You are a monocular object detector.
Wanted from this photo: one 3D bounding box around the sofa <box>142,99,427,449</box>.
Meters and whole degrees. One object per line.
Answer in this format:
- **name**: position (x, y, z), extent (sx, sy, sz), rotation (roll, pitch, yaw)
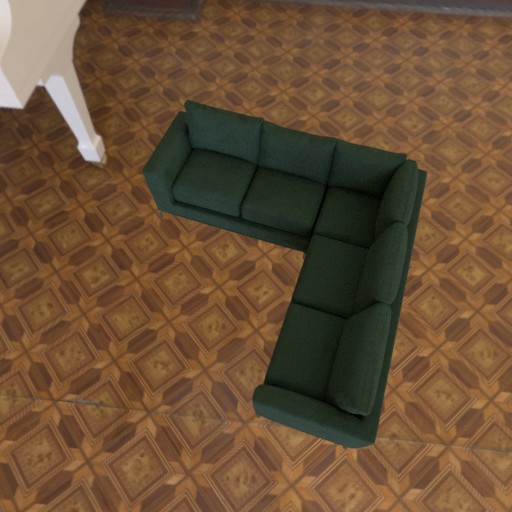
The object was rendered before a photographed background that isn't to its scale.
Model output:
- **sofa**: position (0.000, 0.000, 3.855), extent (2.468, 1.004, 2.452), rotation (17, 61, 10)
